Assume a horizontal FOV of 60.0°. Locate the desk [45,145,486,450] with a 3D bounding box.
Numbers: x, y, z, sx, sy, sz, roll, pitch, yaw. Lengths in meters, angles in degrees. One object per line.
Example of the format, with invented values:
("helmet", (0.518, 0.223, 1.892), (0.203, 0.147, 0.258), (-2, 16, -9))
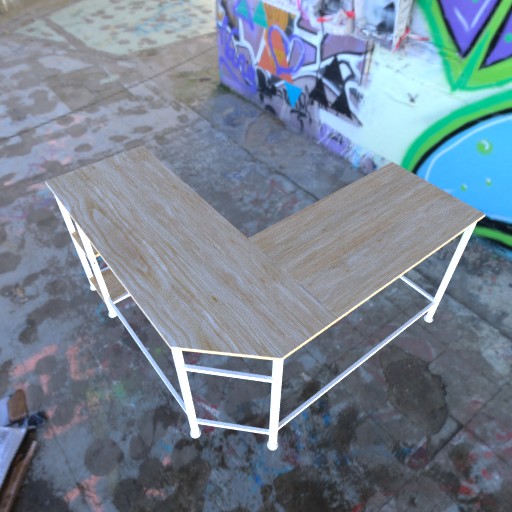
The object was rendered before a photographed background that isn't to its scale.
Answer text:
("desk", (0.000, 0.000, 2.214), (1.379, 0.739, 1.379), (-29, 52, -26))
